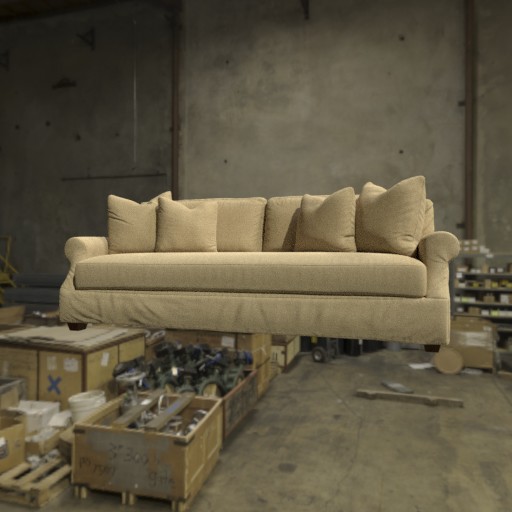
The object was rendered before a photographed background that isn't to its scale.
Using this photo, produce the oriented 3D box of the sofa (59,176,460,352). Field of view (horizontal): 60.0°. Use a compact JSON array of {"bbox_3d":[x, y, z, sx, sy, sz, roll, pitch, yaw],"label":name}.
[{"bbox_3d":[0.000,0.000,2.816,2.285,0.904,1.067,0,0,17],"label":"sofa"}]
